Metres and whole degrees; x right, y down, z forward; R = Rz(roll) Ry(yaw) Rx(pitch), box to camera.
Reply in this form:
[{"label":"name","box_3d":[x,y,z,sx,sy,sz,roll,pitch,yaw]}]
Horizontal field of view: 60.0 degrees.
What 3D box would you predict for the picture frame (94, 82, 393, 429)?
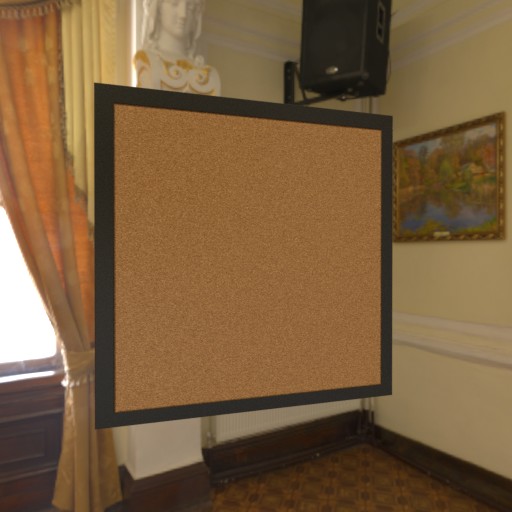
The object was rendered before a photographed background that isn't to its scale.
[{"label":"picture frame","box_3d":[0.000,0.000,0.519,0.355,0.353,0.029,0,0,-18]}]
